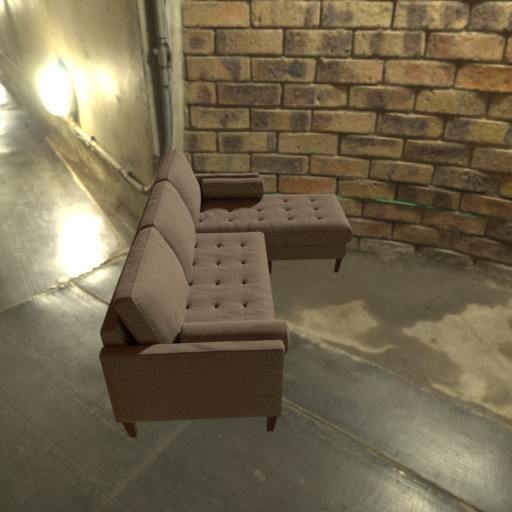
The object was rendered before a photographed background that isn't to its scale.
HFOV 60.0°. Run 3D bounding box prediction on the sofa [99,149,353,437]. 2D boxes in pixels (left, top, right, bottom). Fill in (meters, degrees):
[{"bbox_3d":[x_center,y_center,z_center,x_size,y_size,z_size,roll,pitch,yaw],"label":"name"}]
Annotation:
[{"bbox_3d":[0.000,0.000,2.987,1.506,0.875,2.178,-2,32,-2],"label":"sofa"}]
